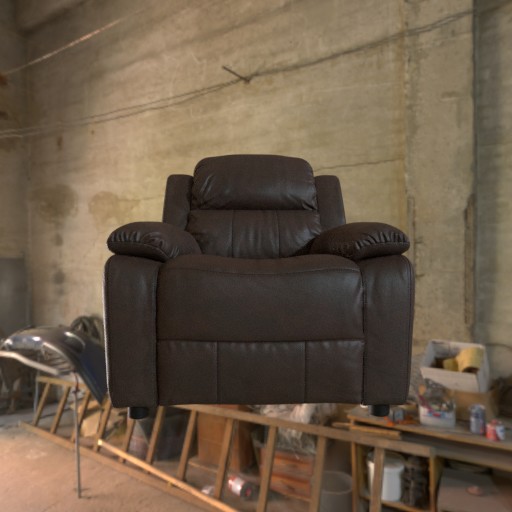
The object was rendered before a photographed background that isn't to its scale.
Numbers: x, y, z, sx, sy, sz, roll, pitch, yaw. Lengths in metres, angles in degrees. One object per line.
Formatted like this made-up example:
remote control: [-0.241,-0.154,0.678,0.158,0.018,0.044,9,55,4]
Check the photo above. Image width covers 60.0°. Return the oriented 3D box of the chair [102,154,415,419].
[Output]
chair: [0.000,0.000,1.248,0.680,0.702,0.707,0,-1,-2]
